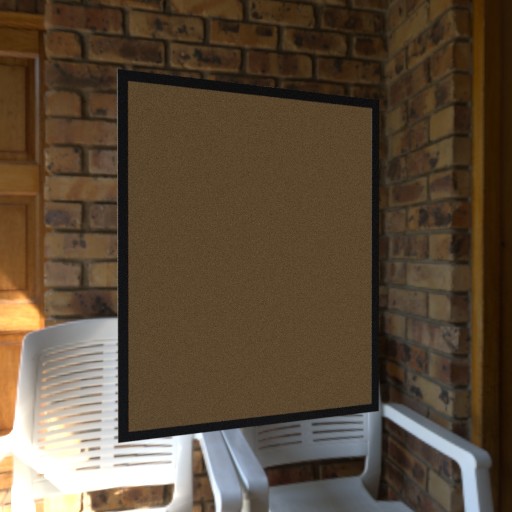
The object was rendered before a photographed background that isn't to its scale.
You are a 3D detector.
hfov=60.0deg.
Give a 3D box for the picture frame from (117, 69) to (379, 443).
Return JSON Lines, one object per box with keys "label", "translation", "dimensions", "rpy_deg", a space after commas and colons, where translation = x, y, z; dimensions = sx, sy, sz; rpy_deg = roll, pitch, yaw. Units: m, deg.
{"label": "picture frame", "translation": [0.000, 0.000, 0.707], "dimensions": [0.421, 0.526, 0.046], "rpy_deg": [0, 0, -17]}
